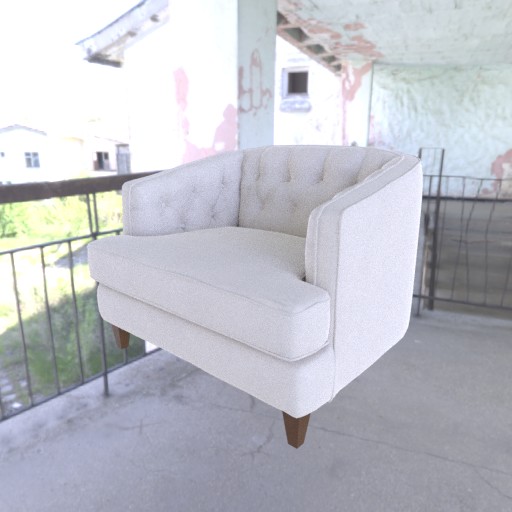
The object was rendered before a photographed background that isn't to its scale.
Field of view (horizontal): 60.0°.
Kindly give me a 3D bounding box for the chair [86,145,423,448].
[{"bbox_3d":[0.000,0.000,1.782,1.104,0.852,0.941,13,20,40],"label":"chair"}]
